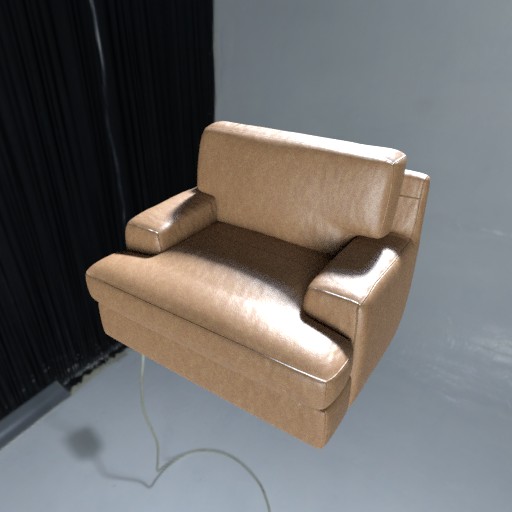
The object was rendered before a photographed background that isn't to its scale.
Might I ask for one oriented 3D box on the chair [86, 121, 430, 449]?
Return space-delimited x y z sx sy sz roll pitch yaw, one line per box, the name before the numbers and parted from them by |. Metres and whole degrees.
chair | 0.000 0.000 2.044 1.276 0.978 1.050 19 35 29
